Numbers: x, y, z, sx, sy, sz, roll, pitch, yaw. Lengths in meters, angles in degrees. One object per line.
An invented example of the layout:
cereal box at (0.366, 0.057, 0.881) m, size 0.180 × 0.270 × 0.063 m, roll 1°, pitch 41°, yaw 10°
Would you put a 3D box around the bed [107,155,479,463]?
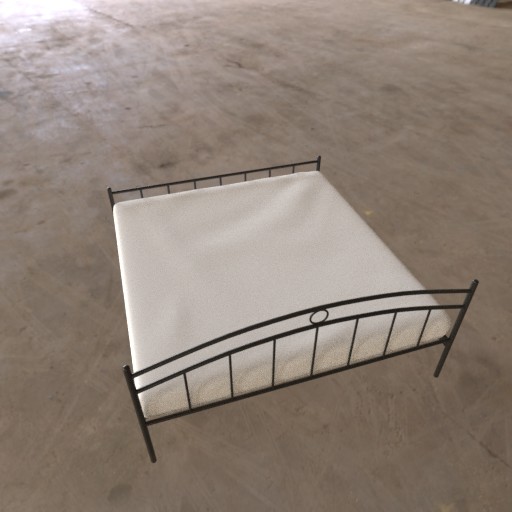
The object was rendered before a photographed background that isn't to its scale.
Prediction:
bed at (0.000, 0.000, 3.149) m, size 1.880 × 0.940 × 2.040 m, roll -11°, pitch 41°, yaw -14°
